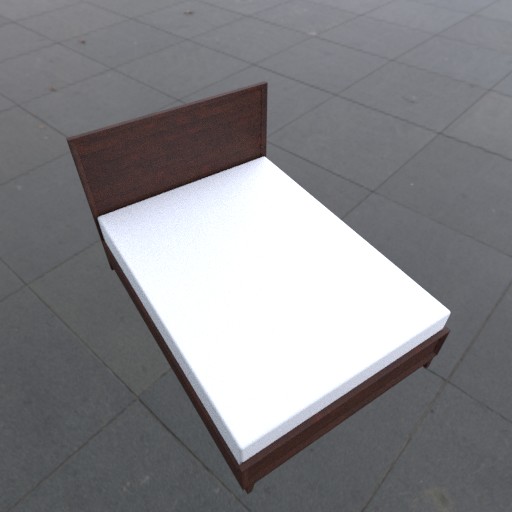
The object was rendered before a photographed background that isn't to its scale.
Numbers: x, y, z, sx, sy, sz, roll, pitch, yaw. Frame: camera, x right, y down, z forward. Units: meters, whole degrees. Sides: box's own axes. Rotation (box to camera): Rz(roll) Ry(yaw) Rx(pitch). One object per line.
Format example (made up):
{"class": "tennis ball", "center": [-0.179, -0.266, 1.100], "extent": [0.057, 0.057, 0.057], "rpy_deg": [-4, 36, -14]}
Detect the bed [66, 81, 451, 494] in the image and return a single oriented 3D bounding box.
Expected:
{"class": "bed", "center": [0.000, 0.000, 3.073], "extent": [1.600, 1.270, 2.184], "rpy_deg": [-25, 51, -23]}
